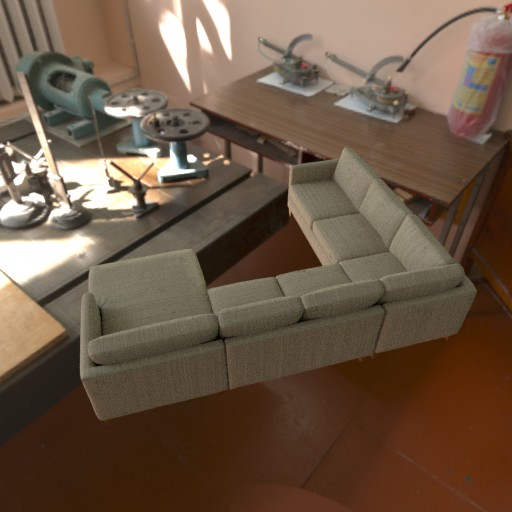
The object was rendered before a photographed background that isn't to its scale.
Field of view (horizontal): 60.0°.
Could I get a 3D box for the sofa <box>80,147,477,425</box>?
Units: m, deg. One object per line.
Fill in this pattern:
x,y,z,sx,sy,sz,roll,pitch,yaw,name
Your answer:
0.000,0.000,4.709,3.460,0.961,2.594,-11,42,-12,sofa
